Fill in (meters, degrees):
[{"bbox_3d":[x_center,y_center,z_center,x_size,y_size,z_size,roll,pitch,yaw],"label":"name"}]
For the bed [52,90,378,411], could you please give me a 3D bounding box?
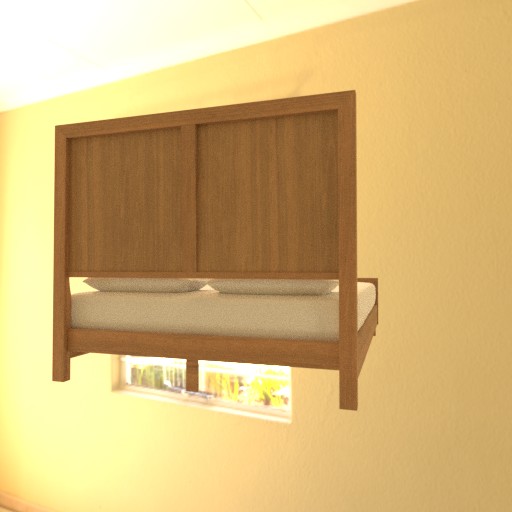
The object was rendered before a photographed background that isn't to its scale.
[{"bbox_3d":[0.000,0.000,3.198,1.606,1.387,2.184,0,-1,18],"label":"bed"}]
